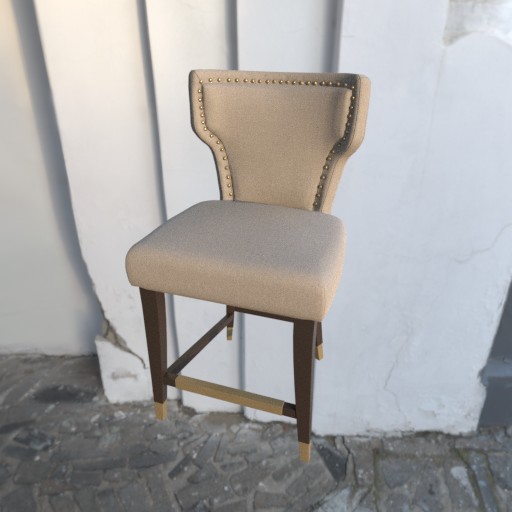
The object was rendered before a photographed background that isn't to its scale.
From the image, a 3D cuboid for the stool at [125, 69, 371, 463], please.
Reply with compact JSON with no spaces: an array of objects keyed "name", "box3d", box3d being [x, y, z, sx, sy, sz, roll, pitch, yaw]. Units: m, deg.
[{"name":"stool","box3d":[0.000,0.000,1.303,0.527,0.982,0.563,9,28,17]}]
